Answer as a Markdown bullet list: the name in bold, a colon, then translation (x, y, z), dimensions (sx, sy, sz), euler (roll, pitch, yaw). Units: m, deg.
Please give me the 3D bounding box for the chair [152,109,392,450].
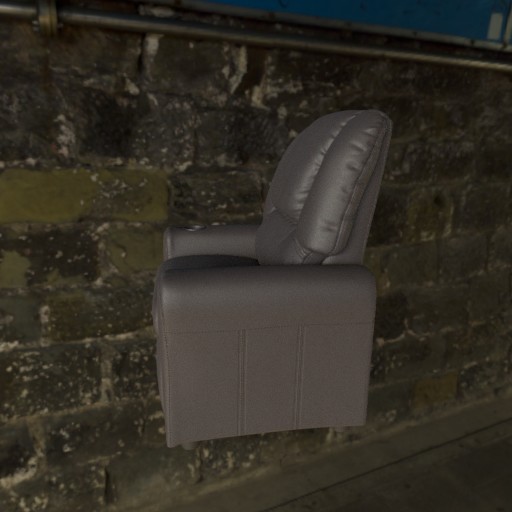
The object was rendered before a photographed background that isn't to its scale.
- **chair**: translation (0.000, 0.000, 1.137), dimensions (0.521, 0.709, 0.610), euler (-2, 14, -10)
